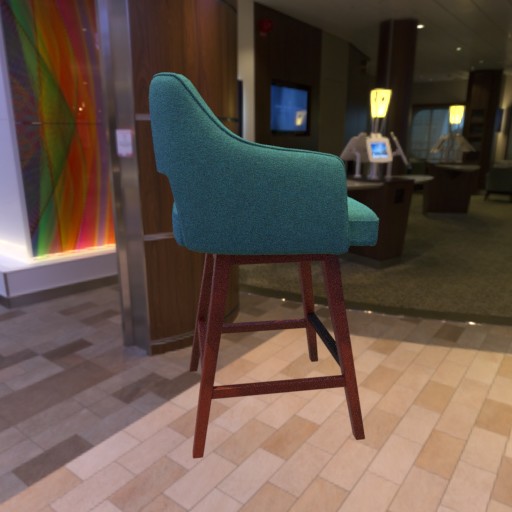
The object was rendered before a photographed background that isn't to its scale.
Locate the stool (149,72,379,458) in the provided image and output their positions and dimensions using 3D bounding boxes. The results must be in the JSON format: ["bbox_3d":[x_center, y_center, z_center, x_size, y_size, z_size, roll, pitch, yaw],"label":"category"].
[{"bbox_3d":[0.000,0.000,1.294,0.556,0.961,0.548,-2,16,-9],"label":"stool"}]
